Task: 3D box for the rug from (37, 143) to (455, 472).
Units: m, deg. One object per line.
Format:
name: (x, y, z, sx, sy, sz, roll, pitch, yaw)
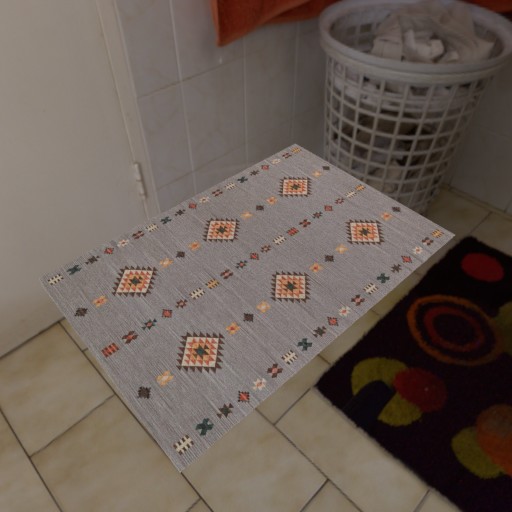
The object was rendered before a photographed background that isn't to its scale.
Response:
rug: (0.000, 0.000, 2.300, 1.818, 0.005, 1.217, -33, 55, -27)
